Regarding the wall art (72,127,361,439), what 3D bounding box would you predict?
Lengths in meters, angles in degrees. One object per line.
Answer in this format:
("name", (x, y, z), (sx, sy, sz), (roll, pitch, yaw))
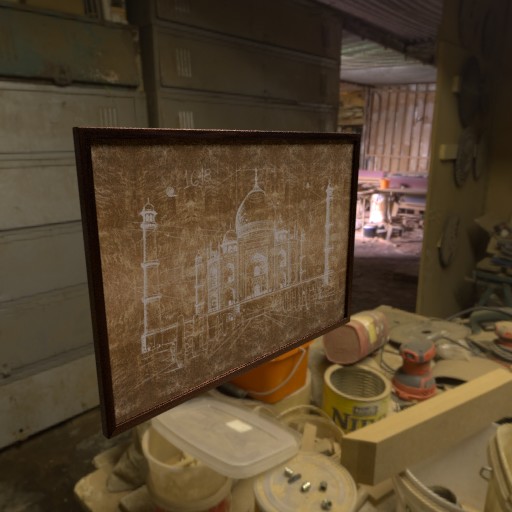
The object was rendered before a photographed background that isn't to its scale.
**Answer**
("wall art", (0.000, 0.000, 0.560), (0.431, 0.304, 0.012), (-14, 20, -43))
